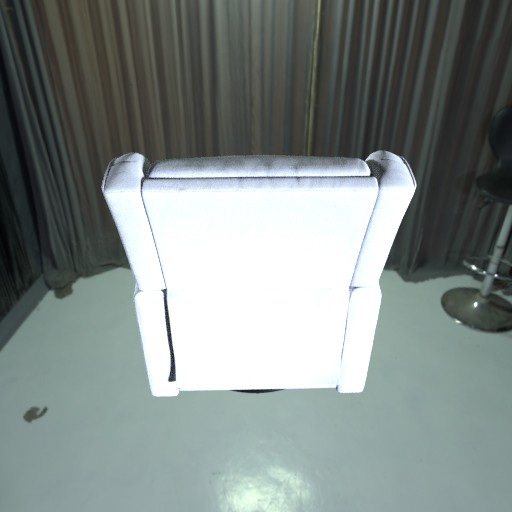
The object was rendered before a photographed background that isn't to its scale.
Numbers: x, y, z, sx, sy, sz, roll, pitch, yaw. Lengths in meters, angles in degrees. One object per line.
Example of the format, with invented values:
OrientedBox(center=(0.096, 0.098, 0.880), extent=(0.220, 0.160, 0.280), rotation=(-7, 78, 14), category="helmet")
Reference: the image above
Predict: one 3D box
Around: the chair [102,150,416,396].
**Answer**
OrientedBox(center=(0.000, 0.000, 1.679), extent=(0.906, 0.967, 0.854), rotation=(-1, 31, -1), category="chair")
